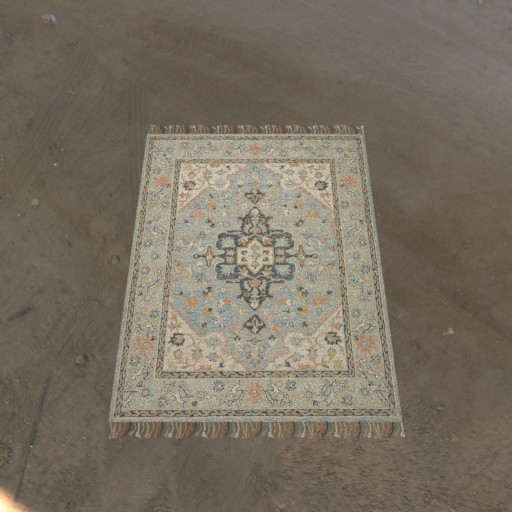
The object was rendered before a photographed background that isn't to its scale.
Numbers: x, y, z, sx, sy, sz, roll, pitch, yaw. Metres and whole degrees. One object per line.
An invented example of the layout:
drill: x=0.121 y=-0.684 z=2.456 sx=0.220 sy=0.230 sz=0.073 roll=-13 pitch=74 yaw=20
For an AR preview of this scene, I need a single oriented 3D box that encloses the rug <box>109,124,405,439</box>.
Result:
rug: x=0.000 y=0.000 z=2.262 sx=1.278 sy=0.009 sz=1.730 roll=0 pitch=65 yaw=0
